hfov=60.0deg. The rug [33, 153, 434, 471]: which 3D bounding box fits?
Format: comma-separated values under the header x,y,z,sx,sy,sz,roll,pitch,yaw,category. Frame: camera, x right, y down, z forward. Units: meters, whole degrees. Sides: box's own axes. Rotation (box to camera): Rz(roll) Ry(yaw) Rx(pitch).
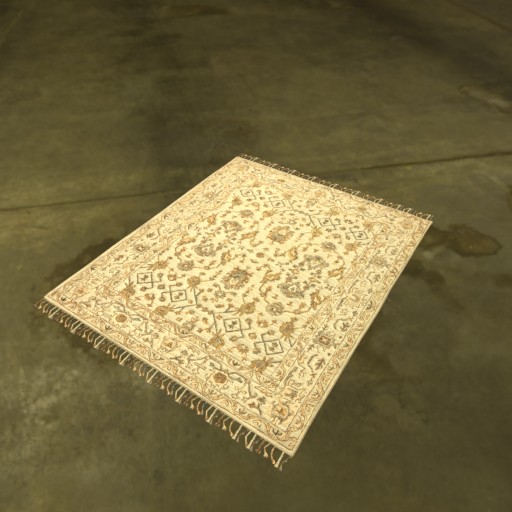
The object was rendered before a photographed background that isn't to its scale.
x,y,z,sx,sy,sz,roll,pitch,yaw,category
0.000,0.000,4.100,2.426,0.034,3.061,24,47,24,rug
